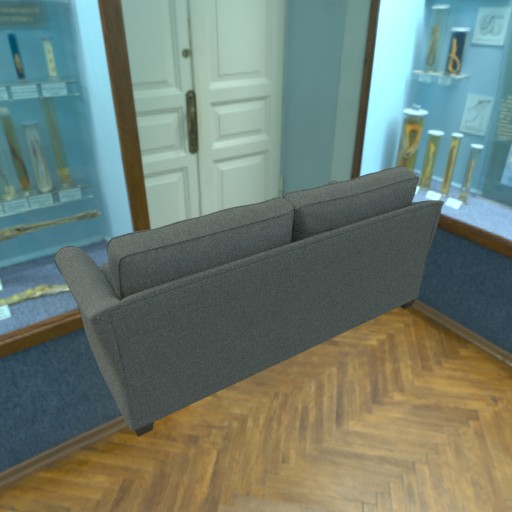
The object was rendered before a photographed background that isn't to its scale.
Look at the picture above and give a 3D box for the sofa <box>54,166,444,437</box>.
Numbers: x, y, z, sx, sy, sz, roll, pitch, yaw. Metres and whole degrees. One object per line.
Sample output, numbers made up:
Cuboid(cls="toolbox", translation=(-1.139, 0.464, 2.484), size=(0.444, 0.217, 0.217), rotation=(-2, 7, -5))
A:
Cuboid(cls="sofa", translation=(0.000, 0.000, 2.773), size=(2.203, 0.976, 1.013), rotation=(-18, 34, -28))
